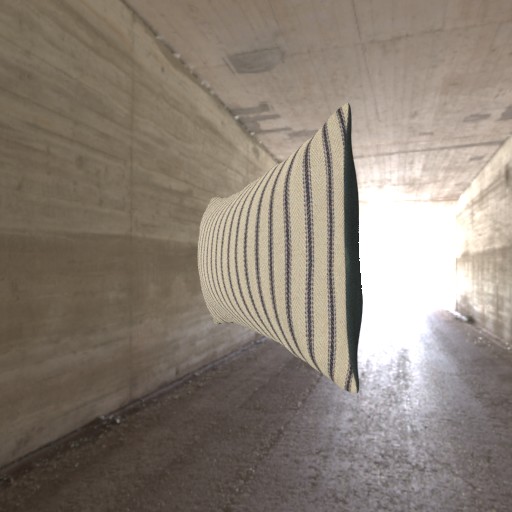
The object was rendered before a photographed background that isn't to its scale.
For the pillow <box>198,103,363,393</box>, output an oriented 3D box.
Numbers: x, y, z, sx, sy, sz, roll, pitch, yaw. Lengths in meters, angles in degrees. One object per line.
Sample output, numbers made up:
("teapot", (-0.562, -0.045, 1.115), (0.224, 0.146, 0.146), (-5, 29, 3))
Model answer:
("pillow", (0.000, 0.000, 0.740), (0.151, 0.305, 0.609), (0, -1, -19))
